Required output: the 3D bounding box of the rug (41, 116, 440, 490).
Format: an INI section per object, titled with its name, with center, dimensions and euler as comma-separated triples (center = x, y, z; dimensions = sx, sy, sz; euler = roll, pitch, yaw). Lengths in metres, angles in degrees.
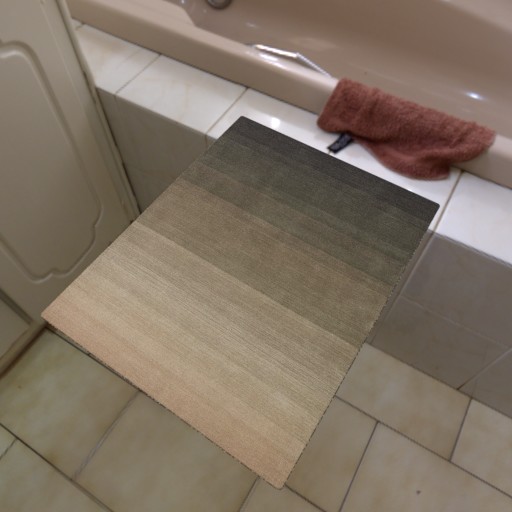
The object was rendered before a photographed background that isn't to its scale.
[rug]
center = 0.000, 0.000, 3.905
dimensions = 2.305, 0.017, 2.902
euler = 29, 62, 17
